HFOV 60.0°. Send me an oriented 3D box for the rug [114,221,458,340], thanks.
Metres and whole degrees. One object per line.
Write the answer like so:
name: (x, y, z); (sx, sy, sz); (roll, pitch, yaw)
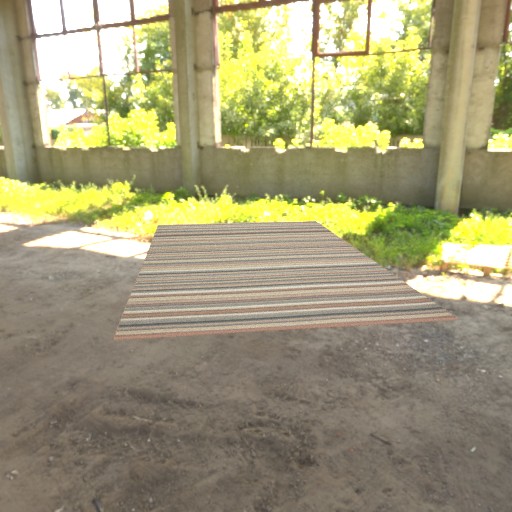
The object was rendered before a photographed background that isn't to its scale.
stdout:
rug: (0.000, 0.000, 3.088); (1.523, 0.014, 2.438); (-2, 15, -8)
